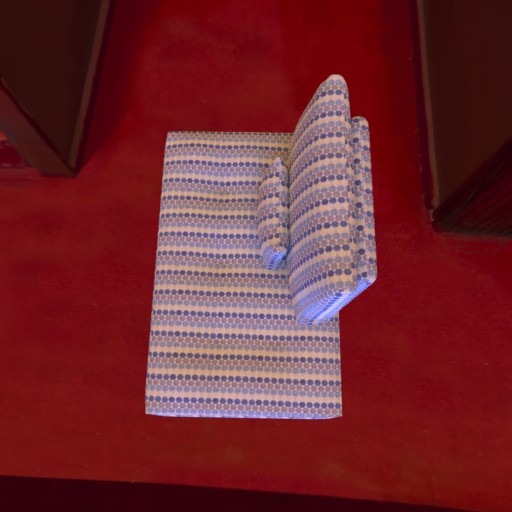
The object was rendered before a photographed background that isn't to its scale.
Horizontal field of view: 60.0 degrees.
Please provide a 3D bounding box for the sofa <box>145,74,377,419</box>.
[{"bbox_3d":[0.000,0.000,2.067,1.000,0.820,1.450,1,74,0],"label":"sofa"}]
